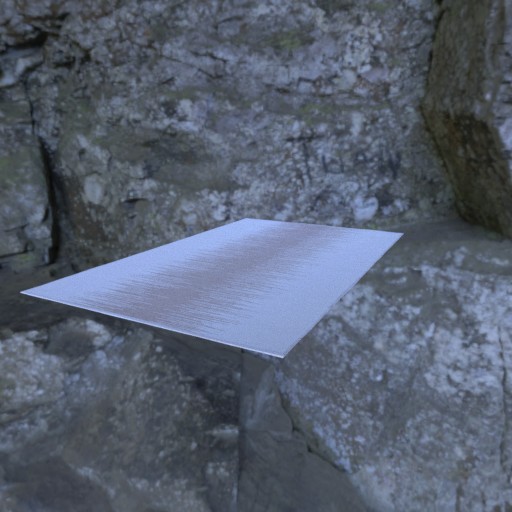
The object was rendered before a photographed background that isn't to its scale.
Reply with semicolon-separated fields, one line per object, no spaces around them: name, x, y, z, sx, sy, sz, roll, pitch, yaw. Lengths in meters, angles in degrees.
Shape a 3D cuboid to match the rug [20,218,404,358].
rug;0.000;0.000;3.029;1.522;0.012;2.440;8;17;27
